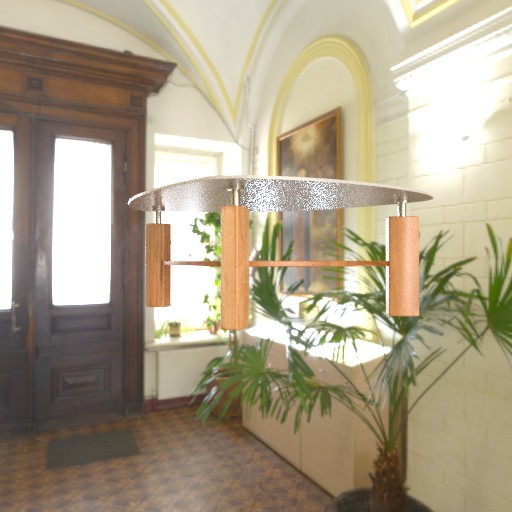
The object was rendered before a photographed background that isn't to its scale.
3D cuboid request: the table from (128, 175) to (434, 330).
[{"bbox_3d":[0.000,0.000,1.641,1.250,0.440,0.850,0,-1,18],"label":"table"}]
